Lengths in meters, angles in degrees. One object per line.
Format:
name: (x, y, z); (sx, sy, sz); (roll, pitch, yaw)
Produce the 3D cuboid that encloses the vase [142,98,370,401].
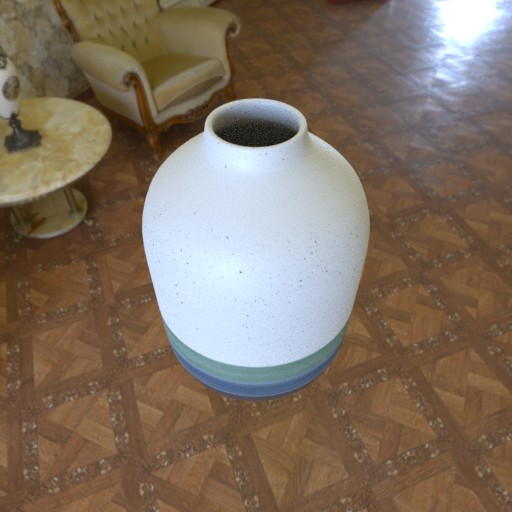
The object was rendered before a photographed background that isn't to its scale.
vase: (0.000, 0.000, 0.362); (0.169, 0.240, 0.169); (0, 46, 0)
